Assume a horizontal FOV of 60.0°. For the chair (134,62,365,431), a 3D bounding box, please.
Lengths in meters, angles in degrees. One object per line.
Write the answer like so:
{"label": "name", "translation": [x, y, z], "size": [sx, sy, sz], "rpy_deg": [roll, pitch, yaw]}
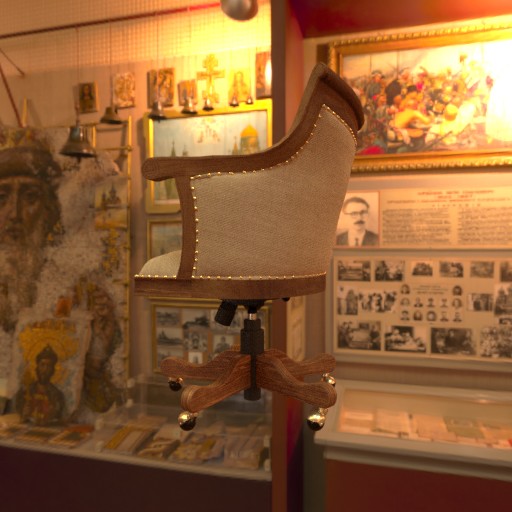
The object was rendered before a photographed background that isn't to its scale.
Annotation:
{"label": "chair", "translation": [0.000, 0.000, 1.458], "size": [0.689, 0.965, 0.656], "rpy_deg": [0, 1, 17]}
